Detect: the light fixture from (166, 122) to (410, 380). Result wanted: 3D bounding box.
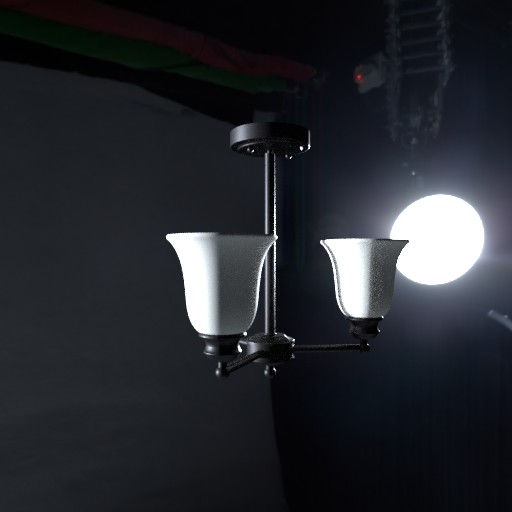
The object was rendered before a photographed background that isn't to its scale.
[{"bbox_3d":[0.000,0.000,0.702,0.388,0.370,0.354,0,0,-35],"label":"light fixture"}]
